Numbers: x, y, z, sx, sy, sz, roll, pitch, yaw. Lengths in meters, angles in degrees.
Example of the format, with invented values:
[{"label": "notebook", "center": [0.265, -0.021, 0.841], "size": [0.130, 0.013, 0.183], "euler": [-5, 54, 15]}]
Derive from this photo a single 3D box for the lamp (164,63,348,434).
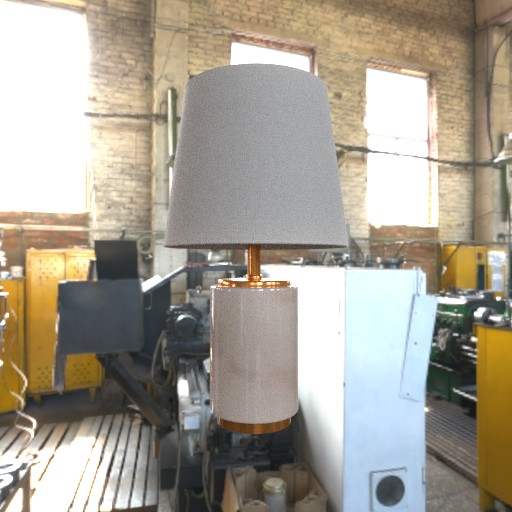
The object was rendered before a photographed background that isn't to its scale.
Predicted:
[{"label": "lamp", "center": [0.000, 0.000, 0.464], "size": [0.189, 0.340, 0.189], "euler": [0, -1, 0]}]
